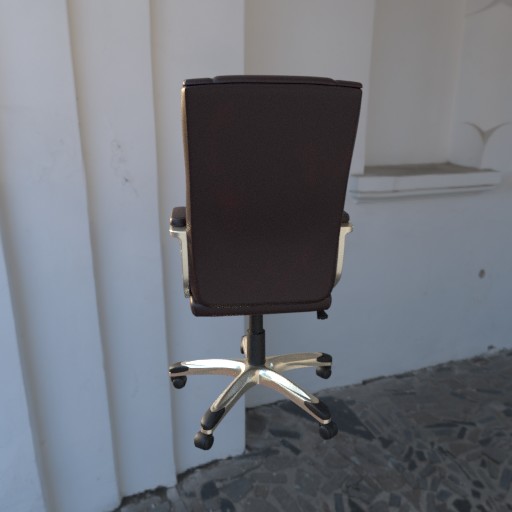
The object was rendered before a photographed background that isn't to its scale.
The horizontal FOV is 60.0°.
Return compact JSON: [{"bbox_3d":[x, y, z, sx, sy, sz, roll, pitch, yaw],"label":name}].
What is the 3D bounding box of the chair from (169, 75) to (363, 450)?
[{"bbox_3d":[0.000,0.000,1.562,0.662,1.107,0.739,-2,15,-7],"label":"chair"}]
